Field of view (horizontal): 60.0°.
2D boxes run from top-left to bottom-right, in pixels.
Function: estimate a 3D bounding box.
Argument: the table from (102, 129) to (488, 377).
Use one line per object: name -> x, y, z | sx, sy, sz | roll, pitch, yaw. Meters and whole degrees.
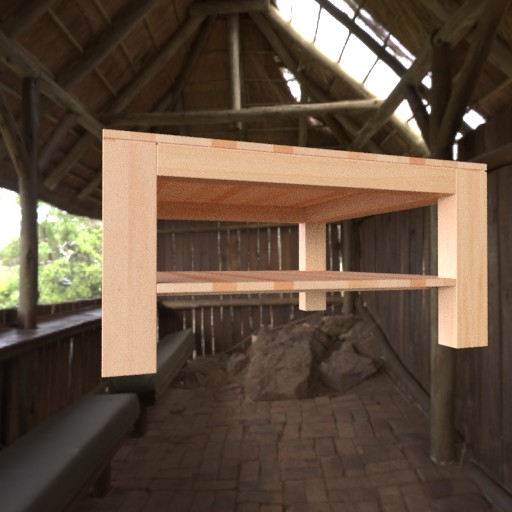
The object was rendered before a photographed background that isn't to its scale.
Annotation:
table -> 0.000, 0.000, 1.374 | 0.900, 0.450, 0.900 | 0, -1, -19
